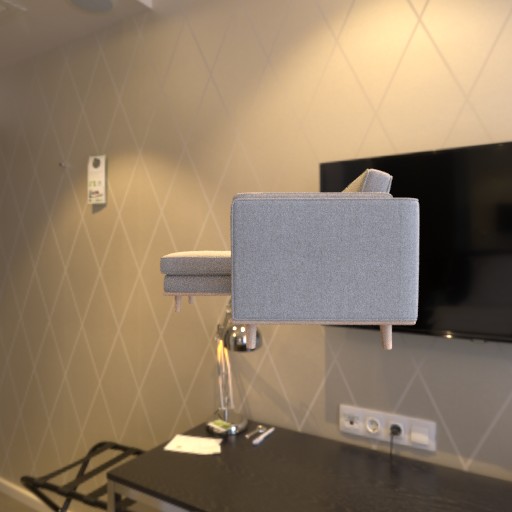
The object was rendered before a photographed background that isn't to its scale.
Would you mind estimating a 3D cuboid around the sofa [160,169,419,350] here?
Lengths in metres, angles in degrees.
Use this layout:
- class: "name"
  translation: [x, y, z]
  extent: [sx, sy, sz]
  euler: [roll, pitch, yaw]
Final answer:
- class: "sofa"
  translation: [0.000, 0.000, 3.232]
  extent: [1.604, 0.929, 2.411]
  euler: [0, 0, 2]
